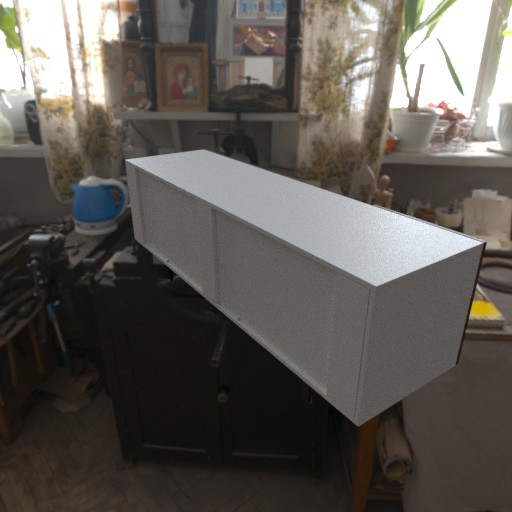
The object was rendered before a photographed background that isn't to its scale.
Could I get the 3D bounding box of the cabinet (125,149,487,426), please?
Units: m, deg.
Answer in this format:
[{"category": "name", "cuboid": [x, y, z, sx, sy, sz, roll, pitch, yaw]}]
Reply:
[{"category": "cabinet", "cuboid": [0.000, 0.000, 1.720, 0.431, 0.533, 1.499, -16, 29, -32]}]
